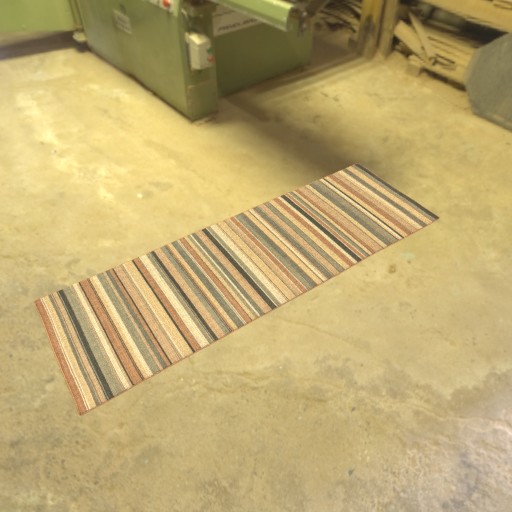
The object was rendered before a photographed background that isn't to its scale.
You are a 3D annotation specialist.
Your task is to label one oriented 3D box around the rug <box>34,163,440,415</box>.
[{"bbox_3d":[0.000,0.000,2.702,2.444,0.010,0.799,-26,50,-23],"label":"rug"}]
